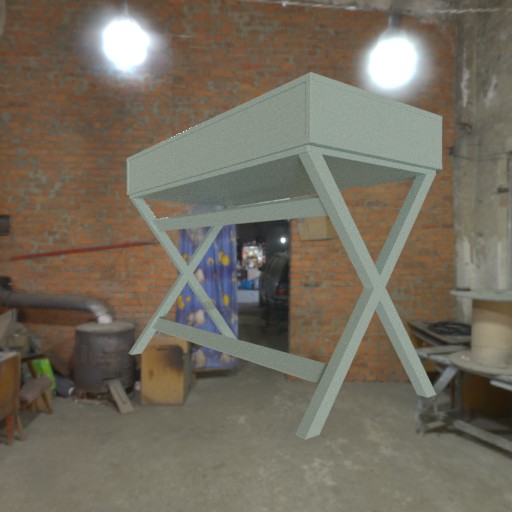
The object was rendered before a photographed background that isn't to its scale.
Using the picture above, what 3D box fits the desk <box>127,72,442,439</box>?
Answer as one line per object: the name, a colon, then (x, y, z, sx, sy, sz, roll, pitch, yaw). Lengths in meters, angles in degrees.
desk: (0.000, 0.000, 1.507, 0.509, 0.780, 1.059, 0, 0, -37)
